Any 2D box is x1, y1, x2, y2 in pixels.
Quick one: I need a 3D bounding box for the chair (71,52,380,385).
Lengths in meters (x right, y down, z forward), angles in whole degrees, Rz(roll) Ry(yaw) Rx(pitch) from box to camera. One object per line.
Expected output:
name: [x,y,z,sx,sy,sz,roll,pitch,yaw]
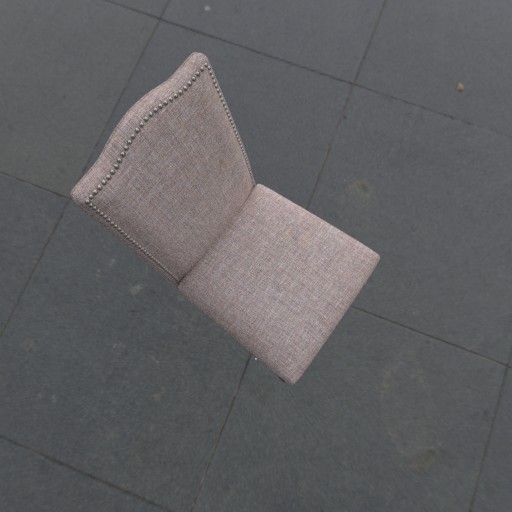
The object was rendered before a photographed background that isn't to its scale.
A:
chair: [0.000,0.000,1.366,0.660,1.016,0.513,35,79,8]
